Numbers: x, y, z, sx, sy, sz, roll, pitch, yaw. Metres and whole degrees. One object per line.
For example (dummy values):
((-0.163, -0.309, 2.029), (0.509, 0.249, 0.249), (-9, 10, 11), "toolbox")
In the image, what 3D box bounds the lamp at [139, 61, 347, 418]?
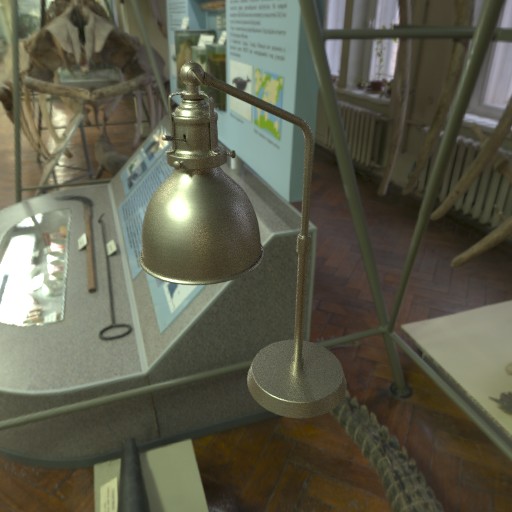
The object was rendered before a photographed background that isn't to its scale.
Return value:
((0.000, 0.000, 0.563), (0.286, 0.456, 0.153), (-9, 29, -17), "lamp")
